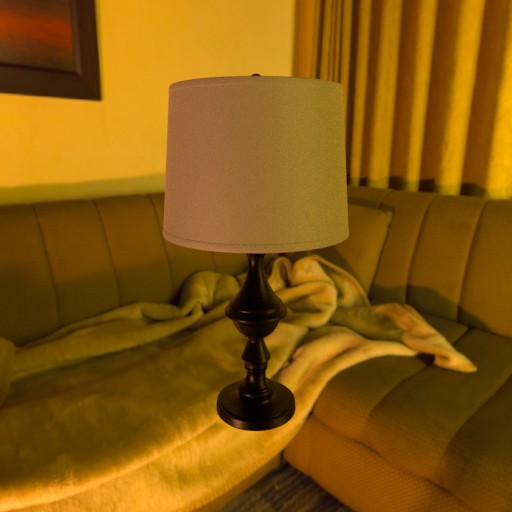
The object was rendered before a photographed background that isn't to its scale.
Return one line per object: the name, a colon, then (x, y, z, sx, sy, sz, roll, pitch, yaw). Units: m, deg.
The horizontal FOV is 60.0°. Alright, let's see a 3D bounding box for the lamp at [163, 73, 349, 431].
lamp: (0.000, 0.000, 0.945, 0.383, 0.726, 0.383, 0, 14, 0)
